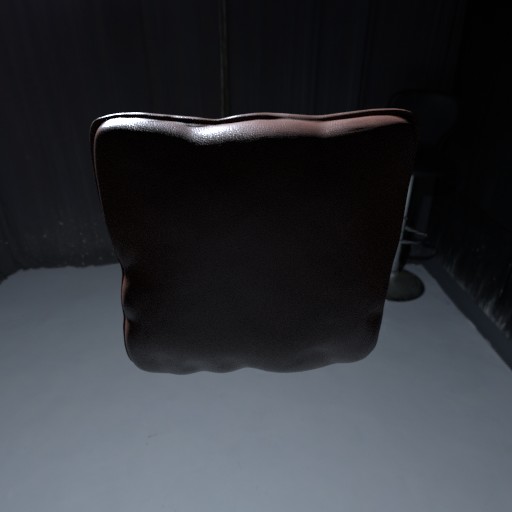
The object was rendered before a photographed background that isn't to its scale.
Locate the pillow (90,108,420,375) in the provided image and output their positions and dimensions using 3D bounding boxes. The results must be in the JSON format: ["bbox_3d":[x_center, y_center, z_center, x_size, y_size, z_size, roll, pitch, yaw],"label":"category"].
[{"bbox_3d":[0.000,0.000,0.819,0.532,0.523,0.236,-2,30,-4],"label":"pillow"}]
